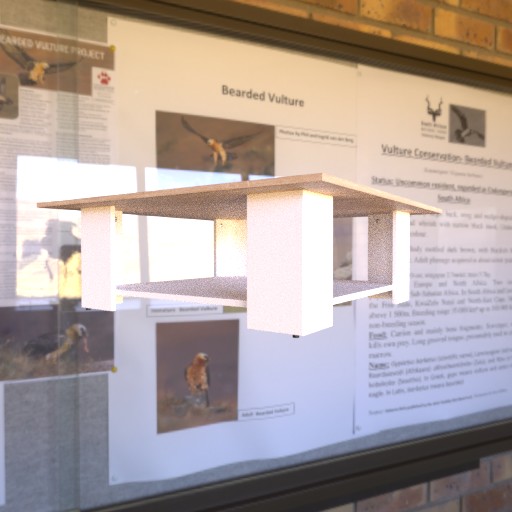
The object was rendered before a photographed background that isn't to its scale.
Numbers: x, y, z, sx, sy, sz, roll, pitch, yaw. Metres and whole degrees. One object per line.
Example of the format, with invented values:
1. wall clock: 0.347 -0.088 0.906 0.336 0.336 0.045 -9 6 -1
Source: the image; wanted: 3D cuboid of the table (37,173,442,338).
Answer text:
1. table: 0.000 0.000 1.366 0.890 0.305 0.890 1 1 35
